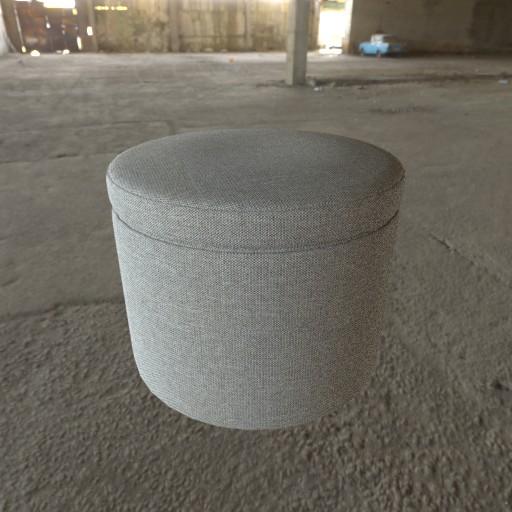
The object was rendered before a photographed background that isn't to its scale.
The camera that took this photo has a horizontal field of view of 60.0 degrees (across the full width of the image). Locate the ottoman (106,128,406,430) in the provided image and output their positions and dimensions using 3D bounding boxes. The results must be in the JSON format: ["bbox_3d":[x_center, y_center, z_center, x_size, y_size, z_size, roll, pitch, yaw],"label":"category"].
[{"bbox_3d":[0.000,0.000,0.851,0.500,0.419,0.500,0,27,0],"label":"ottoman"}]
